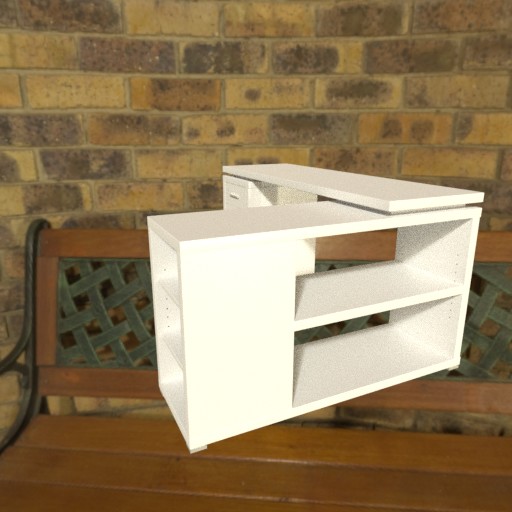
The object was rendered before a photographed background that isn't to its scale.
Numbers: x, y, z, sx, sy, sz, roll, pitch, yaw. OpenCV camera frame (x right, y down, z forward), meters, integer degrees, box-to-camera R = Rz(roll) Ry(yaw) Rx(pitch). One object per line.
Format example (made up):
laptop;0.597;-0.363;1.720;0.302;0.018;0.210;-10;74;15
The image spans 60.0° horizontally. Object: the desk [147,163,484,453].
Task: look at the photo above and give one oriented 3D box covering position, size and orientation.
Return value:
desk;0.000;0.000;2.204;1.200;0.753;1.524;-8;18;-25
